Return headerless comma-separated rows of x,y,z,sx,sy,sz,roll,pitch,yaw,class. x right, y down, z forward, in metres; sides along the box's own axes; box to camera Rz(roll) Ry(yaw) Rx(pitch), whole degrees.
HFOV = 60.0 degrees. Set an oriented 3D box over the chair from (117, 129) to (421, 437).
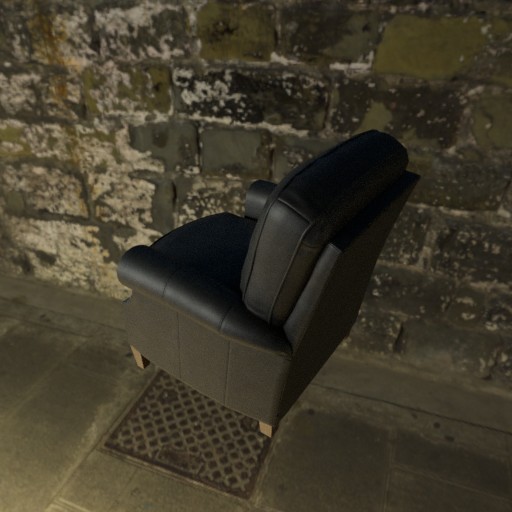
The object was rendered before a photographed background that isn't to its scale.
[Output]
0.000,0.000,1.773,0.986,1.018,0.936,19,36,29,chair
